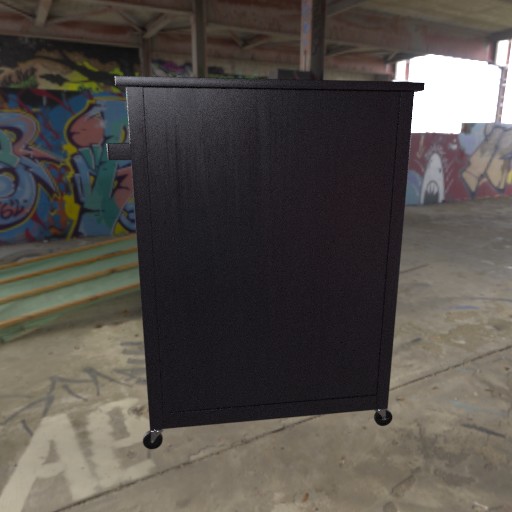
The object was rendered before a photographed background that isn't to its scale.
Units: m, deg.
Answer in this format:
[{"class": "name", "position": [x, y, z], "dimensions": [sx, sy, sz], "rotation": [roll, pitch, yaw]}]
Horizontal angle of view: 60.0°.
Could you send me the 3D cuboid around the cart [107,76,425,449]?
[{"class": "cart", "position": [0.000, 0.000, 1.248], "dimensions": [0.690, 0.878, 0.449], "rotation": [-2, 15, -8]}]
